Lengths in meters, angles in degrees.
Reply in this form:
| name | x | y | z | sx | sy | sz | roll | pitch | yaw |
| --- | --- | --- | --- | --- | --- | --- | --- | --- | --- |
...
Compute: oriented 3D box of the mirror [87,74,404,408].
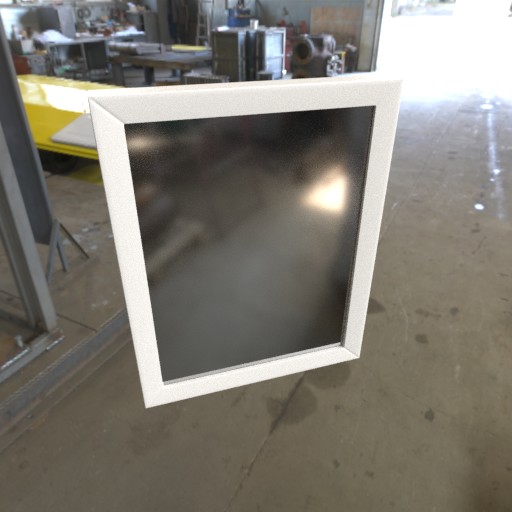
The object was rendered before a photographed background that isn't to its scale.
| name | x | y | z | sx | sy | sz | roll | pitch | yaw |
| --- | --- | --- | --- | --- | --- | --- | --- | --- | --- |
| mirror | 0.000 | 0.000 | 0.690 | 0.405 | 0.508 | 0.041 | -9 | 32 | -15 |
